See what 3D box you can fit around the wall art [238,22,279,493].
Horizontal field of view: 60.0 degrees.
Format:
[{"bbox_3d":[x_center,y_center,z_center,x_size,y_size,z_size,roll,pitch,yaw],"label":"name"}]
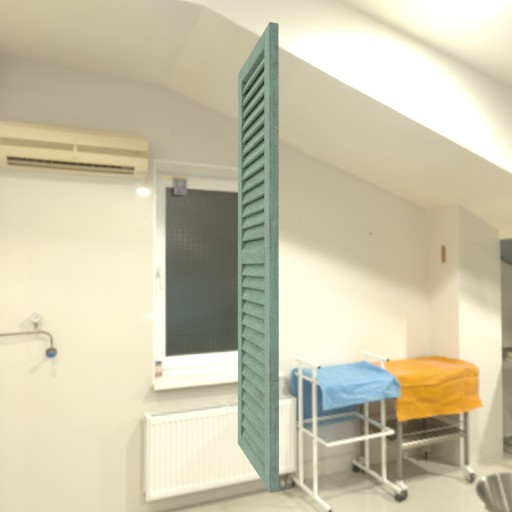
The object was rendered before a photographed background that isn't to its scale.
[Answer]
[{"bbox_3d":[0.000,0.000,1.307,0.025,1.219,0.329,0,-1,-17],"label":"wall art"}]
